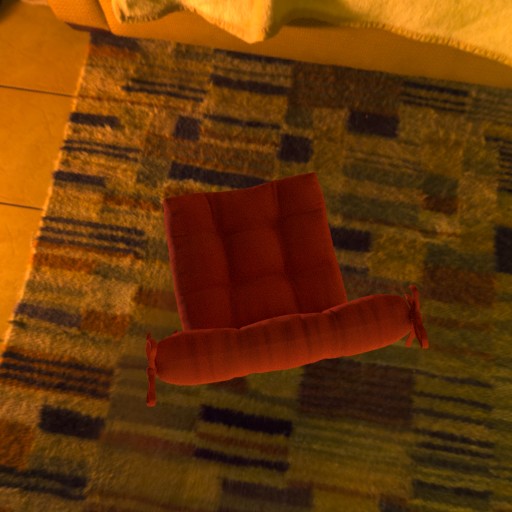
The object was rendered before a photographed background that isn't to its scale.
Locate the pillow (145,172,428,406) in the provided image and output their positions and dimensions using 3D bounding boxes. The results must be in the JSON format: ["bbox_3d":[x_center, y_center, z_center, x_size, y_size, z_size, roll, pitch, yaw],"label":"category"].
[{"bbox_3d":[0.000,0.000,1.062,0.519,0.605,0.571,-11,75,-3],"label":"pillow"}]
